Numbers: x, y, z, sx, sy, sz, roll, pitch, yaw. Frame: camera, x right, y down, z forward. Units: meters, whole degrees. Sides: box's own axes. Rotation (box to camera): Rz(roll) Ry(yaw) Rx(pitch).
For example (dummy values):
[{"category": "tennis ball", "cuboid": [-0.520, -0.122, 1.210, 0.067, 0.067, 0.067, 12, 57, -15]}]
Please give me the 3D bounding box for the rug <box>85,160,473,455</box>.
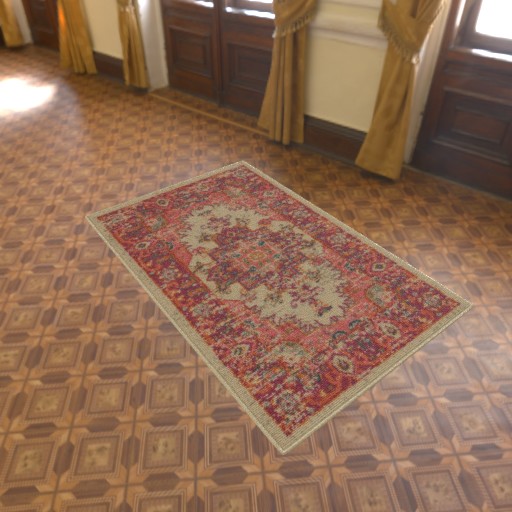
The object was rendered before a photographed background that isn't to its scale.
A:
[{"category": "rug", "cuboid": [0.000, 0.000, 1.117, 0.556, 0.004, 0.868, -26, 46, -28]}]
